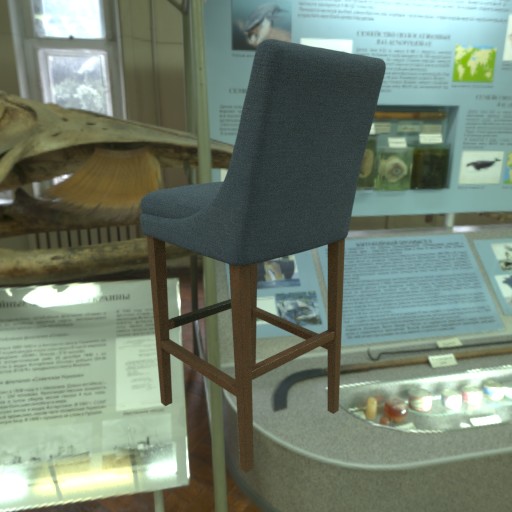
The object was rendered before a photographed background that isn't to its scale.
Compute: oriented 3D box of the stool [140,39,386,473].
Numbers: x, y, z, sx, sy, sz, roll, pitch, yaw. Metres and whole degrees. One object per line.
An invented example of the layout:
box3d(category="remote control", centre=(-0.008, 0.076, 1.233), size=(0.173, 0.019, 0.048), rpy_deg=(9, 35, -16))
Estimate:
box3d(category="stool", centre=(0.000, 0.000, 1.326), size=(0.470, 1.078, 0.577), rpy_deg=(-14, 22, -41))
